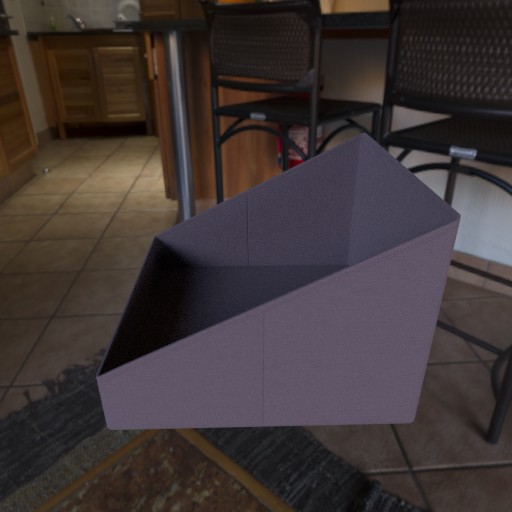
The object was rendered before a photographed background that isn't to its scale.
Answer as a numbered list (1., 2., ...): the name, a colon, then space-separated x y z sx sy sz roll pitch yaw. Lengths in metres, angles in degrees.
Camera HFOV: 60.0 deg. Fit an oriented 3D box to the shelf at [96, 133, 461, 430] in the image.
1. shelf: 0.000 0.000 0.493 0.292 0.210 0.292 -1 27 -1
